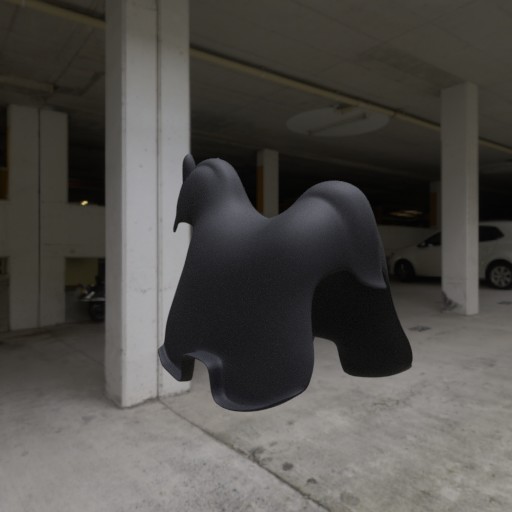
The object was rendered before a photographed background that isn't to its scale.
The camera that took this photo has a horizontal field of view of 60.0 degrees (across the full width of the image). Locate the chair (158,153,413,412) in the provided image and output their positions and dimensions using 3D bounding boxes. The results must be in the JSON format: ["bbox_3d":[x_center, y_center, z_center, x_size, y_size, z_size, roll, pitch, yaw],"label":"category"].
[{"bbox_3d":[0.000,0.000,1.148,0.429,0.612,0.800,0,0,-37],"label":"chair"}]
